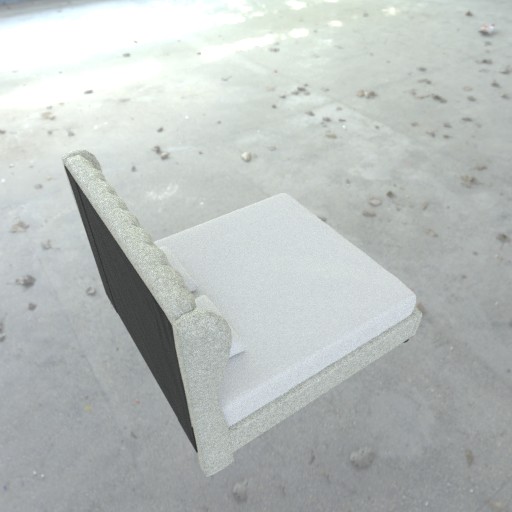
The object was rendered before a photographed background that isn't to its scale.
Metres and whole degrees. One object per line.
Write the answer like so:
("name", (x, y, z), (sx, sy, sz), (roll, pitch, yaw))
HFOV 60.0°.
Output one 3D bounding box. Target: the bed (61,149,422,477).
("bed", (0.000, 0.000, 3.917), (2.347, 1.771, 2.219), (-24, 47, -24))
